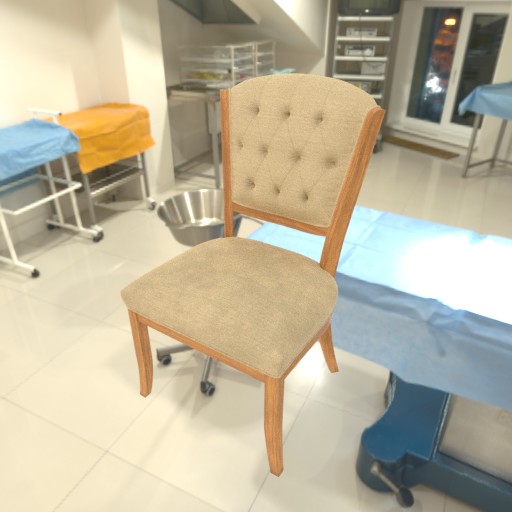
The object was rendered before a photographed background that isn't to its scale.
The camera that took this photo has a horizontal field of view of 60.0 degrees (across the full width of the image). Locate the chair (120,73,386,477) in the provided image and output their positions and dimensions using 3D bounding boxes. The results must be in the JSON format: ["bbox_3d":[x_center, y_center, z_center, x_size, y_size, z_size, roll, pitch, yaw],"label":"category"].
[{"bbox_3d":[0.000,0.000,1.258,0.513,0.905,0.584,18,35,28],"label":"chair"}]
